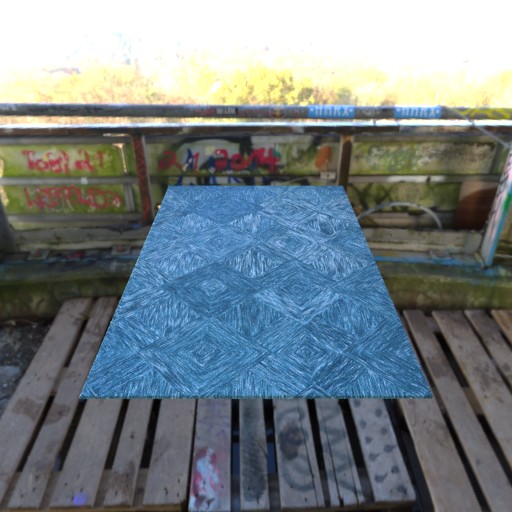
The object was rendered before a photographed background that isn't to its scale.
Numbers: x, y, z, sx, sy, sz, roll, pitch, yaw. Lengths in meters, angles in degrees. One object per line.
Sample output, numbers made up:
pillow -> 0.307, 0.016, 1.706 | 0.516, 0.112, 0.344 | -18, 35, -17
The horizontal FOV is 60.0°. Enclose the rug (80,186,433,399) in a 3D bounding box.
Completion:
rug -> 0.000, 0.000, 2.833 | 1.490, 0.015, 2.277 | 0, 32, 0
